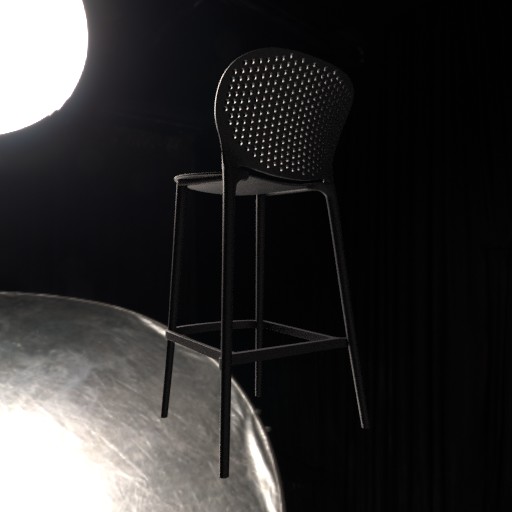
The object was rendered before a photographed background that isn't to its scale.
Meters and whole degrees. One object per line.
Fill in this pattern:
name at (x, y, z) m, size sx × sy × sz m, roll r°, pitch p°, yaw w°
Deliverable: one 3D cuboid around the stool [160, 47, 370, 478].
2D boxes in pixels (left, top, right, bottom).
stool at (0.000, 0.000, 1.369) m, size 0.536 × 1.045 × 0.535 m, roll 1°, pitch -1°, yaw -37°
